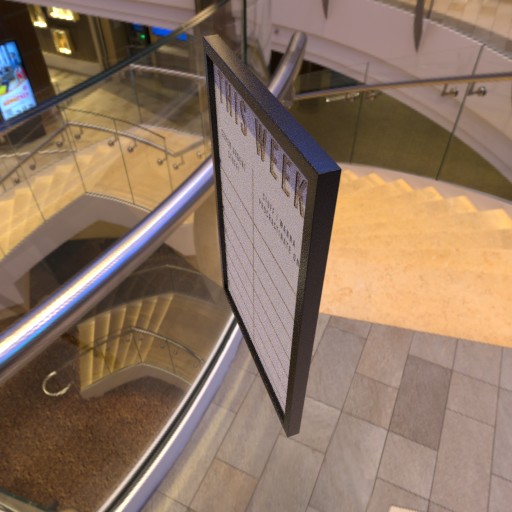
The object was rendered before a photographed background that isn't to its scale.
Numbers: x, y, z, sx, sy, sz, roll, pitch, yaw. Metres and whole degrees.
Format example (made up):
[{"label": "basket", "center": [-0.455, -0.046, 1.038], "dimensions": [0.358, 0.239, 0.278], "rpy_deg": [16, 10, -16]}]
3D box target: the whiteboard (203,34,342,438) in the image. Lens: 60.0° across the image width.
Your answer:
[{"label": "whiteboard", "center": [0.000, 0.000, 0.782], "dimensions": [0.026, 0.611, 0.406], "rpy_deg": [-15, 47, -15]}]
